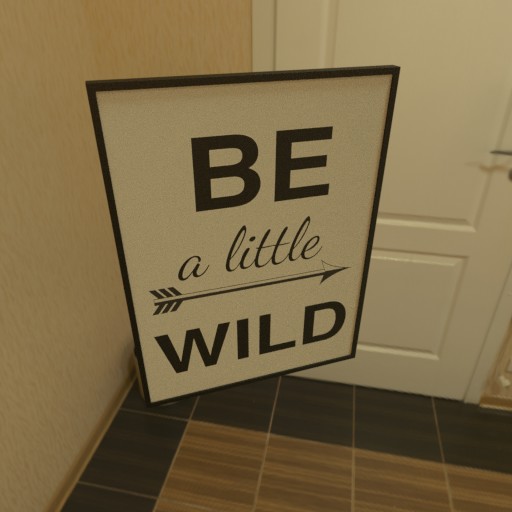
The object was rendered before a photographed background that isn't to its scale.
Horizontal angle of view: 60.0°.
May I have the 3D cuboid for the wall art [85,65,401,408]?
[{"bbox_3d":[0.000,0.000,1.377,0.806,1.062,0.038,-9,32,-15],"label":"wall art"}]
